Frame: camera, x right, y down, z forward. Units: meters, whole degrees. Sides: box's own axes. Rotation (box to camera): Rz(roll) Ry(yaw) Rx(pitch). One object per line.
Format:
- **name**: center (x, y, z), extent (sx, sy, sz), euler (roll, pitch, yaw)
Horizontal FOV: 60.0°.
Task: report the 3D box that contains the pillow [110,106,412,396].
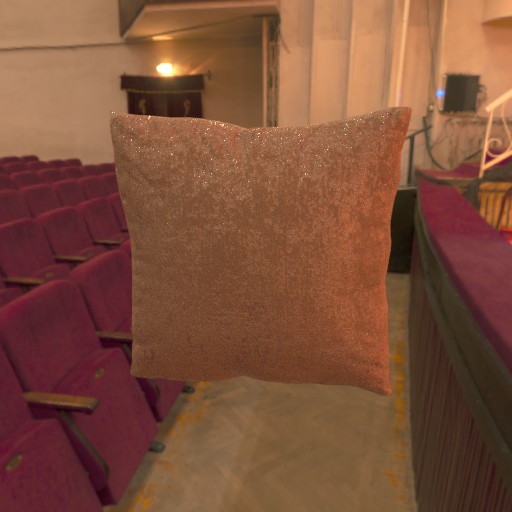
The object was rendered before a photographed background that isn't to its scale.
- **pillow**: center (0.000, 0.000, 0.707), extent (0.450, 0.448, 0.245), euler (2, 15, 9)
